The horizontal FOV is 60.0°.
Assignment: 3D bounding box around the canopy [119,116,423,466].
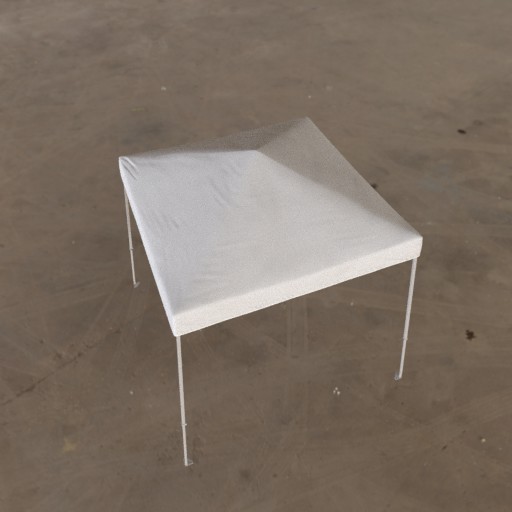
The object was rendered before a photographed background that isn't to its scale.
[{"bbox_3d":[0.000,0.000,5.142,2.848,2.849,2.849,-16,49,-15],"label":"canopy"}]
